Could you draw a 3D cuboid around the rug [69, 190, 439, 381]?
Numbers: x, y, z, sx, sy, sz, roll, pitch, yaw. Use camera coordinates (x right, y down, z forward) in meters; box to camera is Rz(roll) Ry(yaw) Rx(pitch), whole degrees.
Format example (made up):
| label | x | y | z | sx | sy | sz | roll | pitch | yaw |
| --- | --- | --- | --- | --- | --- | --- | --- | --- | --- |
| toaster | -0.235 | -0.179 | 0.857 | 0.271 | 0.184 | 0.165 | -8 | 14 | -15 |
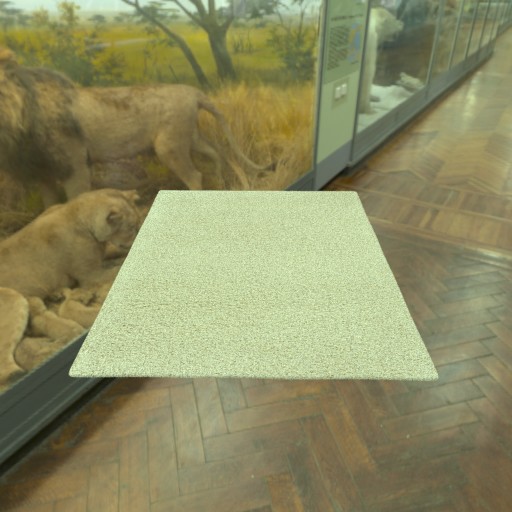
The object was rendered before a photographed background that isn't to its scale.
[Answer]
| label | x | y | z | sx | sy | sz | roll | pitch | yaw |
| --- | --- | --- | --- | --- | --- | --- | --- | --- | --- |
| rug | 0.000 | 0.000 | 4.193 | 2.438 | 0.029 | 3.047 | 0 | 32 | 1 |
